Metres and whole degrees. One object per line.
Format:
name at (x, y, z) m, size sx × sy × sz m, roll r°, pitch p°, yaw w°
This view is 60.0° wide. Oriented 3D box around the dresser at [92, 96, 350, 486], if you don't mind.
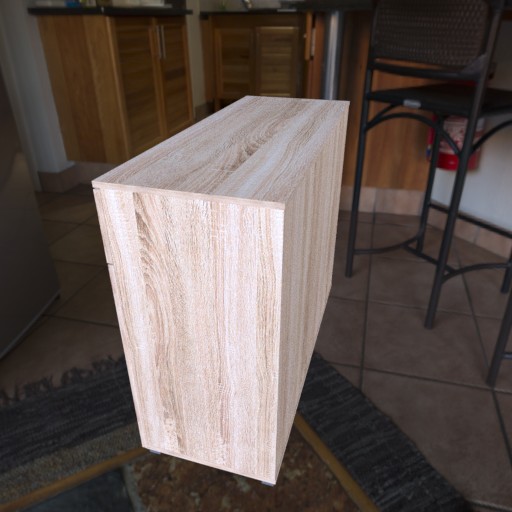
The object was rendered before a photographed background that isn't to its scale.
dresser at (0.000, 0.000, 1.591) m, size 0.450 × 0.900 × 1.100 m, roll 8°, pitch 31°, yaw 15°
